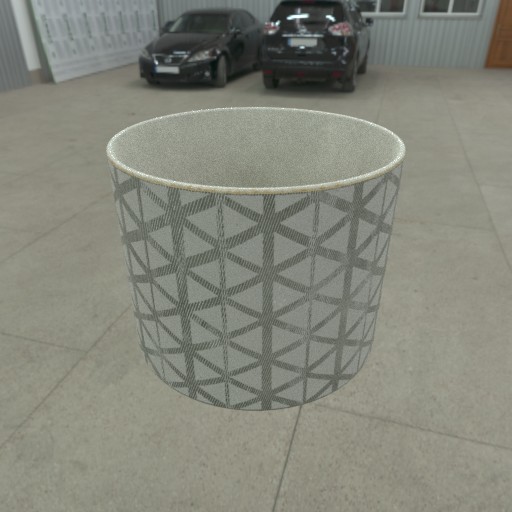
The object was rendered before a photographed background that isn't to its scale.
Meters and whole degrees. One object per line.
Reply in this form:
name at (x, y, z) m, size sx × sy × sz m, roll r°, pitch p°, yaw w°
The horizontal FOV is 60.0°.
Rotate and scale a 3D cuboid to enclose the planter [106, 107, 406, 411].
planter at (0.000, 0.000, 0.444) m, size 0.250 × 0.239 × 0.250 m, roll 0°, pitch 30°, yaw 0°
